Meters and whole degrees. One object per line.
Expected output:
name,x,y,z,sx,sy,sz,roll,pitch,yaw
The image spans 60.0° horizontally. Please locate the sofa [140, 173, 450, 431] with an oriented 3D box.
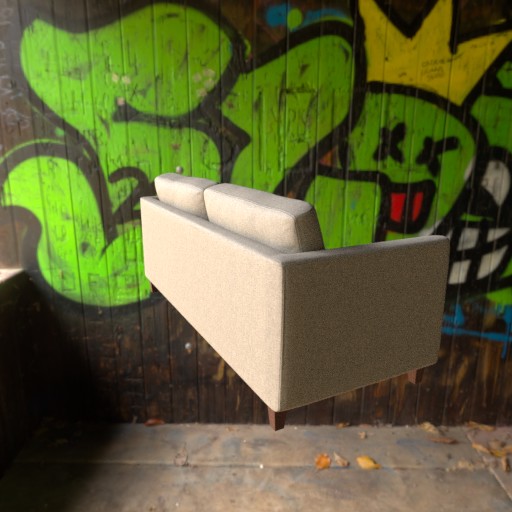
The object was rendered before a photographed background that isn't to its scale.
sofa,0.000,0.000,2.822,0.956,0.963,2.208,-7,16,-26
